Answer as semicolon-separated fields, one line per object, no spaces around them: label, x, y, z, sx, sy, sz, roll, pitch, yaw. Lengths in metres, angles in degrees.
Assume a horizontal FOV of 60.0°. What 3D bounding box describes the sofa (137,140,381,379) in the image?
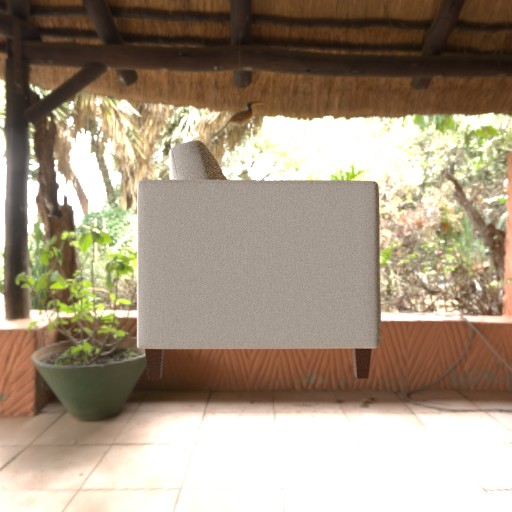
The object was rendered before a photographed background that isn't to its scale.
sofa;0.000;0.000;2.654;0.924;0.933;2.139;0;0;-1
